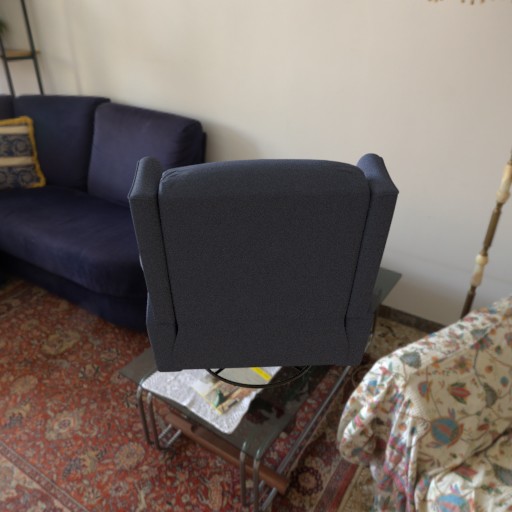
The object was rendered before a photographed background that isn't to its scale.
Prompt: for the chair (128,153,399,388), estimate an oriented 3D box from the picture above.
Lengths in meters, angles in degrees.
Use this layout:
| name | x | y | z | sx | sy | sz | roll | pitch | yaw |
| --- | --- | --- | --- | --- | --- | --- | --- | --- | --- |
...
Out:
| name | x | y | z | sx | sy | sz | roll | pitch | yaw |
| --- | --- | --- | --- | --- | --- | --- | --- | --- | --- |
| chair | 0.000 | 0.000 | 1.812 | 0.971 | 1.020 | 0.877 | -1 | 30 | -2 |
